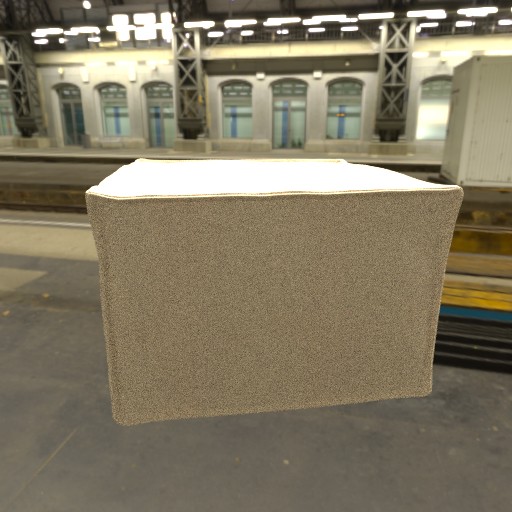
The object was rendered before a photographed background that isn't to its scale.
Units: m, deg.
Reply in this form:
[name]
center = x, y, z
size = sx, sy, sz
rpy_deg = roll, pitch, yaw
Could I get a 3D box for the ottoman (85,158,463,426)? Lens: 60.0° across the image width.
[ottoman]
center = 0.000, 0.000, 1.144
size = 0.696, 0.470, 0.707
rpy_deg = -2, 17, -8
